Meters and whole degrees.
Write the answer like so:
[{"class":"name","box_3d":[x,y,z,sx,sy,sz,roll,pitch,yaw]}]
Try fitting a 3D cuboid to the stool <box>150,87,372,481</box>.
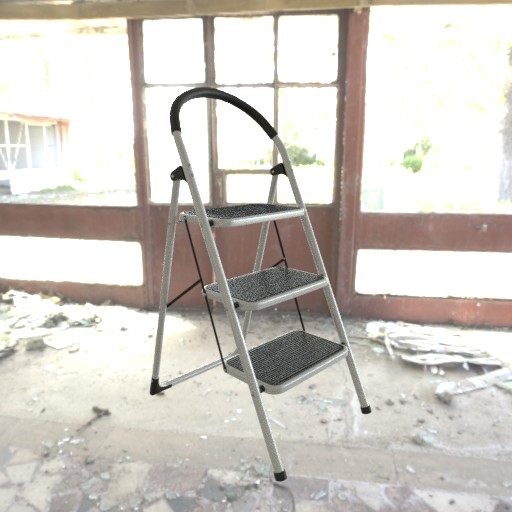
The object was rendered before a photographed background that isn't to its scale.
[{"class":"stool","box_3d":[0.000,0.000,1.489,0.676,1.109,0.485,13,18,43]}]
